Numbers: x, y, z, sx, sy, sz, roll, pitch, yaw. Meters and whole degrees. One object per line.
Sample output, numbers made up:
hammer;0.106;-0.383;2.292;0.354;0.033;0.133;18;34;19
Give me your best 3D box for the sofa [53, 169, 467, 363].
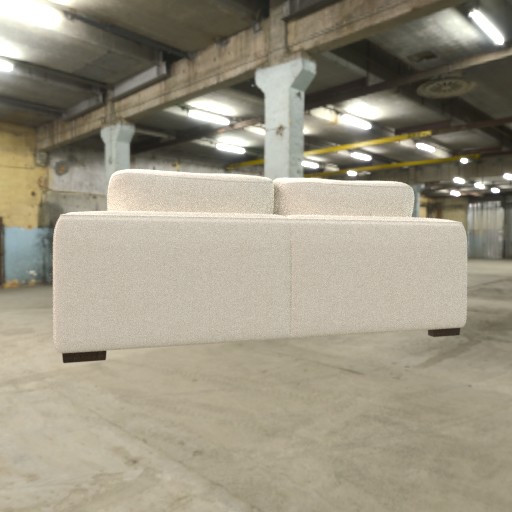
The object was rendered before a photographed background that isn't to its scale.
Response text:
sofa;0.000;0.000;2.435;1.920;0.801;1.069;0;1;-17
